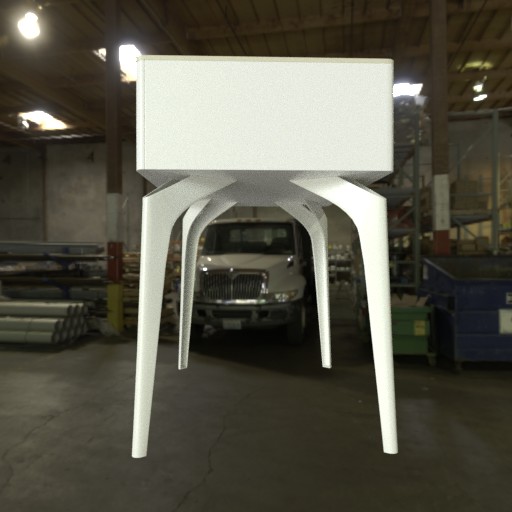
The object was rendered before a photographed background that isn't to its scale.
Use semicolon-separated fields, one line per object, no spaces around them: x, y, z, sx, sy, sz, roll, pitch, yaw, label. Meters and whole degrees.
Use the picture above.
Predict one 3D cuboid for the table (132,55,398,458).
0.000;0.000;0.882;0.400;0.570;0.500;0;1;-2;table
